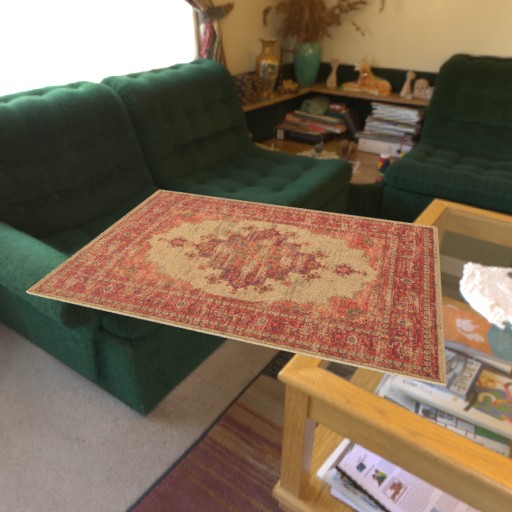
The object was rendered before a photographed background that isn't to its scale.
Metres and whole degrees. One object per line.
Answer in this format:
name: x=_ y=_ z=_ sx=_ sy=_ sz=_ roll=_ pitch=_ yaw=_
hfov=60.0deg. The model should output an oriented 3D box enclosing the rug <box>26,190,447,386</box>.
rug: x=0.000 y=0.000 z=2.835 sx=2.232 sy=0.011 sz=1.555 roll=9 pitch=32 yaw=15
